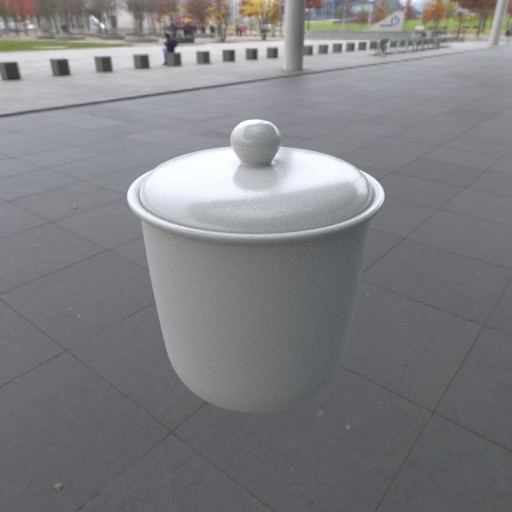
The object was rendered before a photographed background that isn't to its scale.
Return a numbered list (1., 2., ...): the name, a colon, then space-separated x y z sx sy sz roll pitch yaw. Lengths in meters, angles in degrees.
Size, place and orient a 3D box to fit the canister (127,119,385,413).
1. canister: 0.000 0.000 0.349 0.182 0.208 0.182 0 28 0
